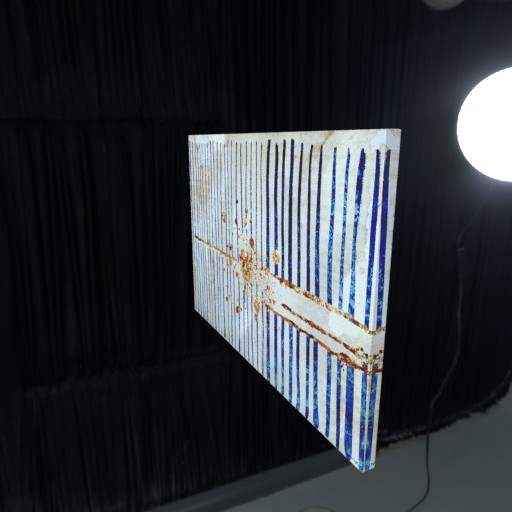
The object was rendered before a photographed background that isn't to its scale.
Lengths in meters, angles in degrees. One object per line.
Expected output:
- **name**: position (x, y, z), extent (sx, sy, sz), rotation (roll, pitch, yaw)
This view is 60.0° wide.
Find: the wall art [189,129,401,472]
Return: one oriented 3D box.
- **wall art**: position (0.000, 0.000, 1.142), extent (0.030, 0.609, 0.919), rotation (-7, 16, -26)
